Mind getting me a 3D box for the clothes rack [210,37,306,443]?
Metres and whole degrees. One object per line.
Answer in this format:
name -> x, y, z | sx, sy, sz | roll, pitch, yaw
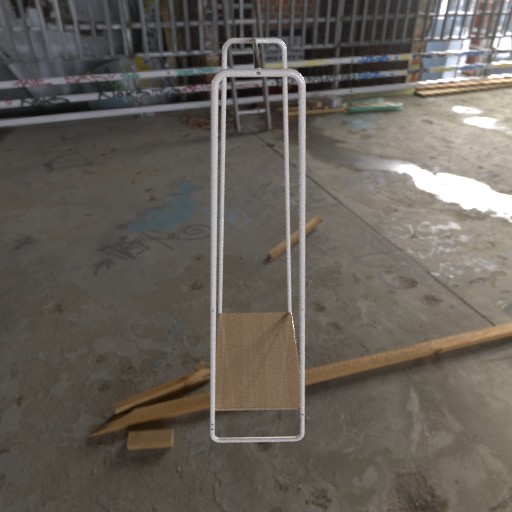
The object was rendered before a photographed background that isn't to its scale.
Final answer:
clothes rack -> 0.000, 0.000, 1.766 | 0.400, 1.500, 0.640 | -1, 33, -1
